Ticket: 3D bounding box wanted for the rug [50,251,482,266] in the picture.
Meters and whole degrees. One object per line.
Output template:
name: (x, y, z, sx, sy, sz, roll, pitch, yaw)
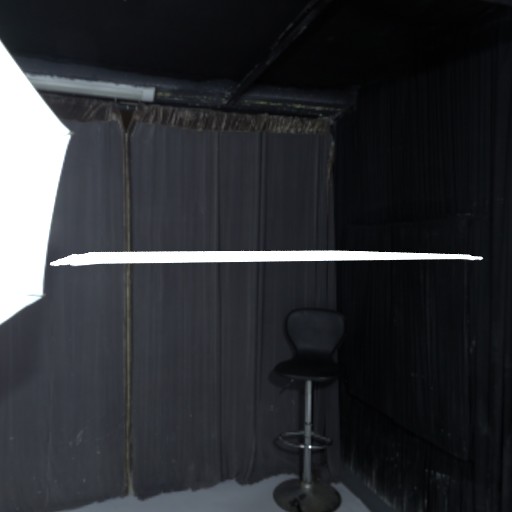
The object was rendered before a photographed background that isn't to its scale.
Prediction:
rug: (0.000, 0.000, 2.878, 2.307, 0.031, 1.494, -1, 2, -19)
